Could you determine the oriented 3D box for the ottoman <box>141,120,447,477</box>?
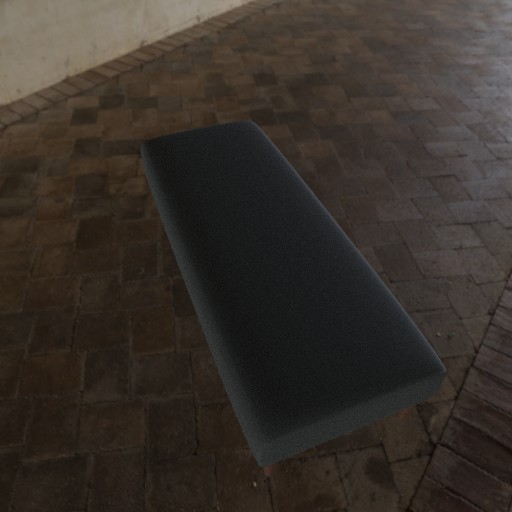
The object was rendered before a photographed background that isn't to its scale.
[{"bbox_3d":[0.000,0.000,1.869,0.646,0.393,1.609,-16,48,-15],"label":"ottoman"}]
